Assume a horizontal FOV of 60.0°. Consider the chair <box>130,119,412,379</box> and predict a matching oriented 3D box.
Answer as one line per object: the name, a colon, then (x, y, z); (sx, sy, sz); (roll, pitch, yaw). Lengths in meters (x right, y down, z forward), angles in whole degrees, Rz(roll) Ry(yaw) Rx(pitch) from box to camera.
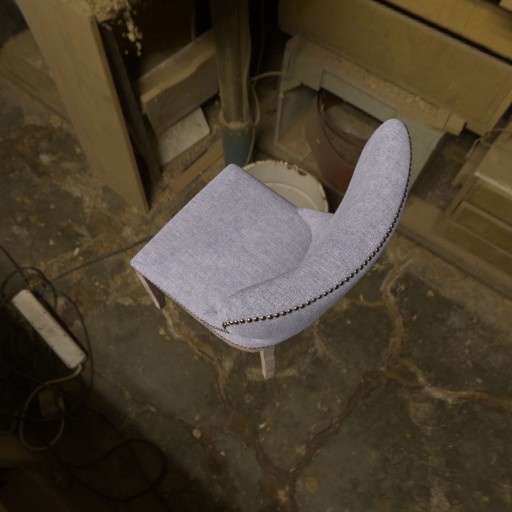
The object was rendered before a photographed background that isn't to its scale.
chair: (0.000, 0.000, 1.446); (0.681, 1.002, 0.654); (36, 69, 16)
